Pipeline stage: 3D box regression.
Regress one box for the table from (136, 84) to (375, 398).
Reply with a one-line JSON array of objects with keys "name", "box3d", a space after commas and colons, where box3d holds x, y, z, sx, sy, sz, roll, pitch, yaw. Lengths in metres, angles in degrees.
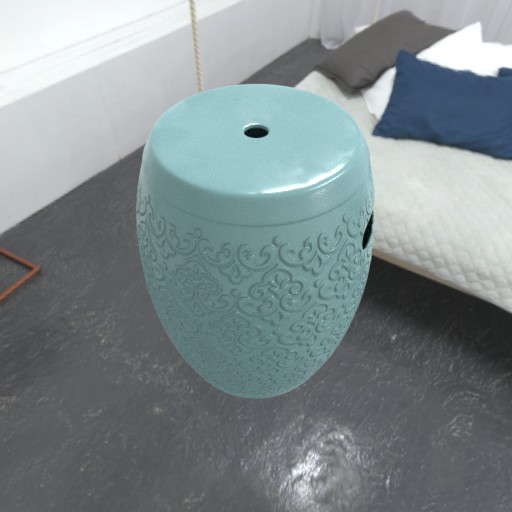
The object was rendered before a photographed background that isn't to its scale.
[{"name": "table", "box3d": [0.000, 0.000, 0.624, 0.309, 0.397, 0.309, 0, 46, 0]}]
